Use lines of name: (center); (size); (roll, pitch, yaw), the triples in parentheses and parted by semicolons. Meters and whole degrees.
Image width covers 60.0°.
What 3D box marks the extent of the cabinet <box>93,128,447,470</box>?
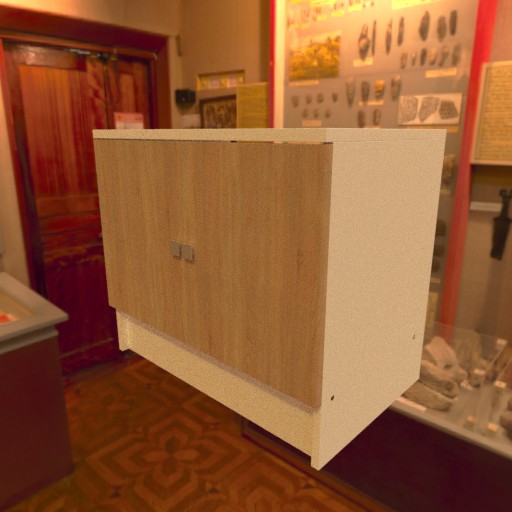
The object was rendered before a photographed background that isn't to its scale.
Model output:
cabinet: (0.000, 0.000, 0.953); (0.600, 0.522, 0.400); (14, 21, 41)
